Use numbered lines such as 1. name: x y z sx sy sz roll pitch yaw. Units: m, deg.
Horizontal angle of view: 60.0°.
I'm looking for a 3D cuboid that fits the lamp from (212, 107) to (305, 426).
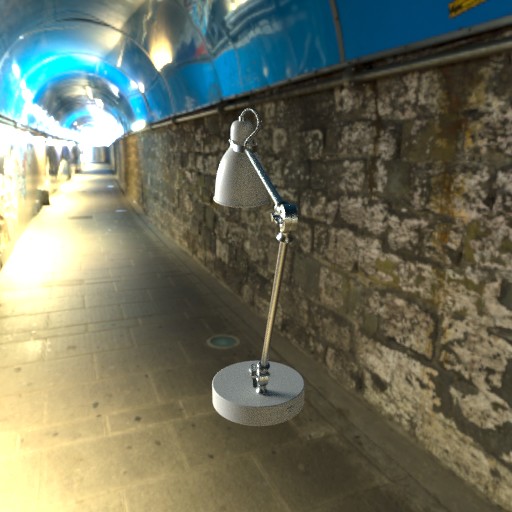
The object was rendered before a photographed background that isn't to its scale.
1. lamp: 0.000 0.000 0.869 0.187 0.587 0.561 -2 13 -9
